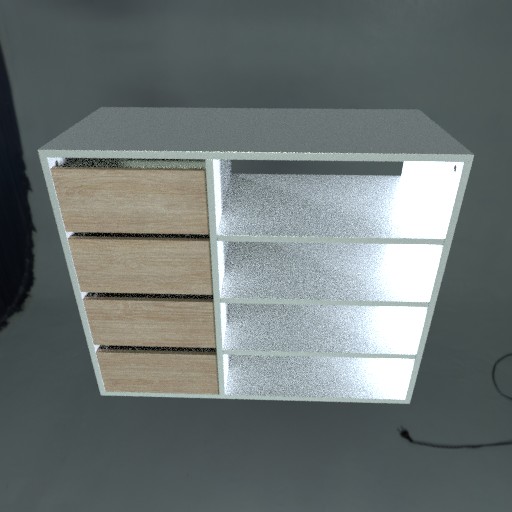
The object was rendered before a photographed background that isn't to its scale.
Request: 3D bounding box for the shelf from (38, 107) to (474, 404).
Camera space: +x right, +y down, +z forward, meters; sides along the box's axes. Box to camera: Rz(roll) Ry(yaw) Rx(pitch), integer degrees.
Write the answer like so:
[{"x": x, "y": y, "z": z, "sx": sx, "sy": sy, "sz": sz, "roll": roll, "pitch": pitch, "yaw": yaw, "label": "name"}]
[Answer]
[{"x": 0.000, "y": 0.000, "z": 1.265, "sx": 0.895, "sy": 0.732, "sz": 0.396, "roll": 1, "pitch": 31, "yaw": 2, "label": "shelf"}]
